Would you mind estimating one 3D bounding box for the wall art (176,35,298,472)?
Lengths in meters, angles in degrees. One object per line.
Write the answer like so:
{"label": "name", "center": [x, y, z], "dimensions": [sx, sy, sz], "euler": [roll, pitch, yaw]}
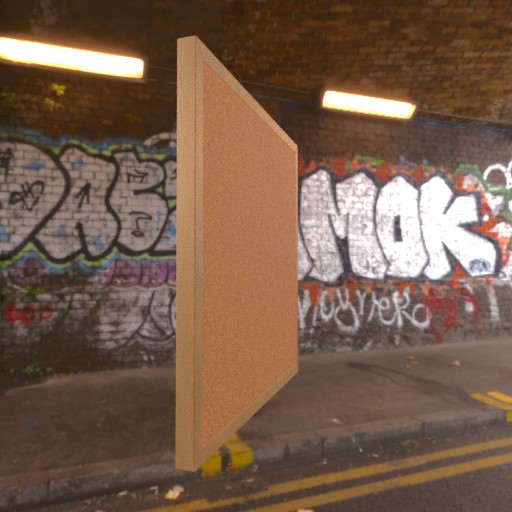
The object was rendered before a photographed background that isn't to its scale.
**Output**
{"label": "wall art", "center": [0.000, 0.000, 1.139], "dimensions": [0.037, 0.763, 0.763], "euler": [0, -1, 19]}
